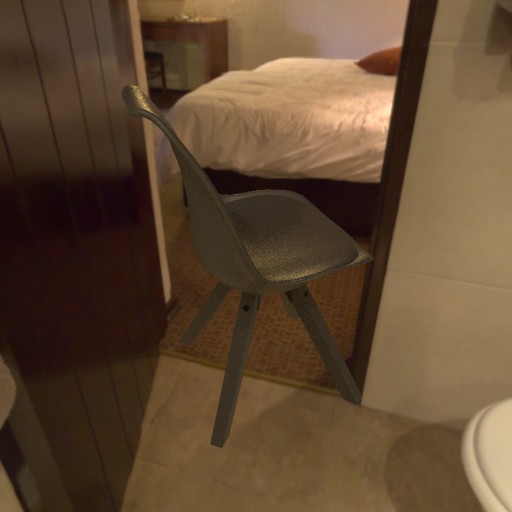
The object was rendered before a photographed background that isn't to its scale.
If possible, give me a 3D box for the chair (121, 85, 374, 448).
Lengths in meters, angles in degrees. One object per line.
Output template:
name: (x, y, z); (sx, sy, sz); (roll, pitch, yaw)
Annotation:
chair: (0.000, 0.000, 1.171); (0.550, 0.850, 0.485); (-11, 33, -17)
